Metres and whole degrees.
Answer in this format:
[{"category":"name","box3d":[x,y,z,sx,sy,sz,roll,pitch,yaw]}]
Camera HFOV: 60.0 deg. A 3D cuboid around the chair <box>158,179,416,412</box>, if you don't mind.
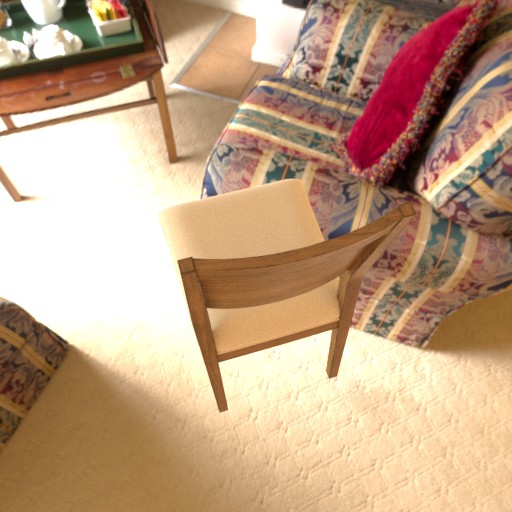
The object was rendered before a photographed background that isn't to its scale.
[{"category":"chair","box3d":[0.000,0.000,1.284,0.497,0.939,0.610,-14,59,-9]}]
